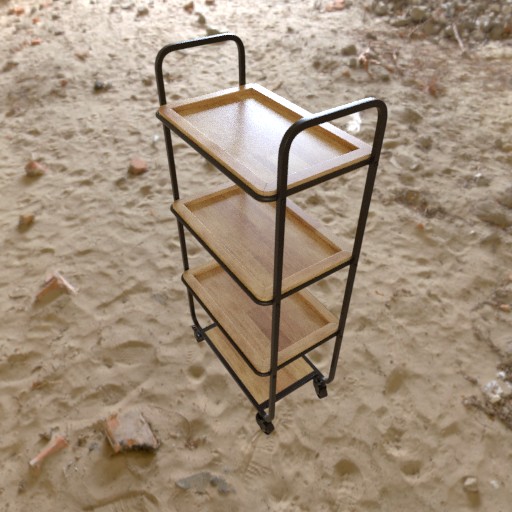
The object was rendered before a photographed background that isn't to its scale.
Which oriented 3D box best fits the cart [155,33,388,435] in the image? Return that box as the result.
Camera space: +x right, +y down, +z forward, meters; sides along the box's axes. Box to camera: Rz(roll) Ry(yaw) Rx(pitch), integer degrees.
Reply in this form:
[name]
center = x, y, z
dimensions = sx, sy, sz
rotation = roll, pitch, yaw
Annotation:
[cart]
center = 0.000, 0.000, 1.305
dimensions = 0.321, 1.080, 0.545
rotation = -24, 47, -25
